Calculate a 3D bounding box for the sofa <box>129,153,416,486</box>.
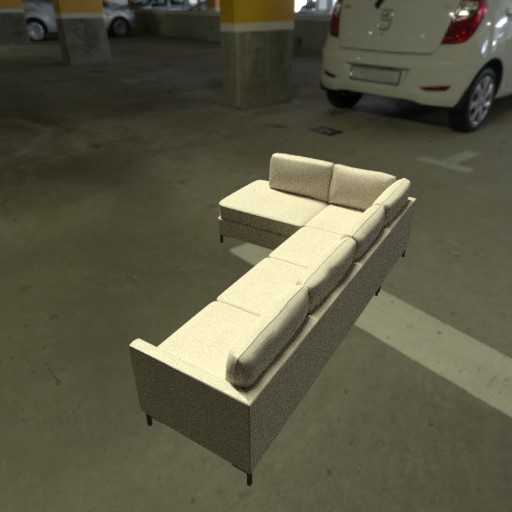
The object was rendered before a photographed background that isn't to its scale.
[{"bbox_3d":[0.000,0.000,4.175,2.048,0.996,3.384,17,34,27],"label":"sofa"}]
